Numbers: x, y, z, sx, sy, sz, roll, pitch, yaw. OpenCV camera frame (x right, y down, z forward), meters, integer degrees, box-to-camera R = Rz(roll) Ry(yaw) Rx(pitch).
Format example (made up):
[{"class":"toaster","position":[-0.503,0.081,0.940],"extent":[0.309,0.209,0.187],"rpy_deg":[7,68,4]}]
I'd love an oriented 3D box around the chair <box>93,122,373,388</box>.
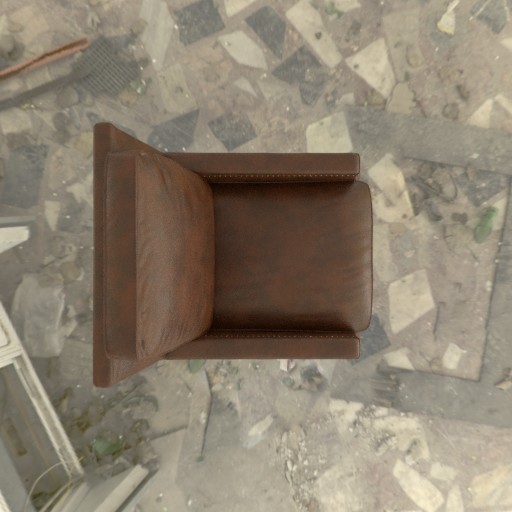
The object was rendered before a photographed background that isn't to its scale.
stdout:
[{"class":"chair","position":[0.000,0.000,1.853],"extent":[1.035,1.054,0.854],"rpy_deg":[0,90,1]}]
